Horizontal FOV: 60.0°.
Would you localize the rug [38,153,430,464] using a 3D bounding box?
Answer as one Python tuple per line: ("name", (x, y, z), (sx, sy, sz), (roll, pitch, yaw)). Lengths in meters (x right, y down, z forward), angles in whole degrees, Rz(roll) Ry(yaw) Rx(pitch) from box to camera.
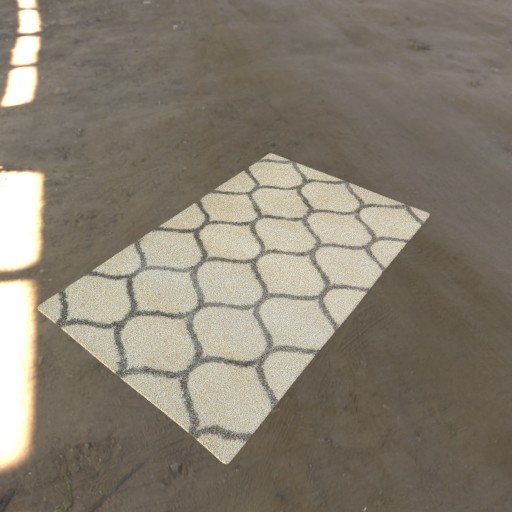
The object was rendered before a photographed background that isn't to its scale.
("rug", (0.000, 0.000, 2.992), (1.501, 0.024, 2.348), (28, 49, 27))
